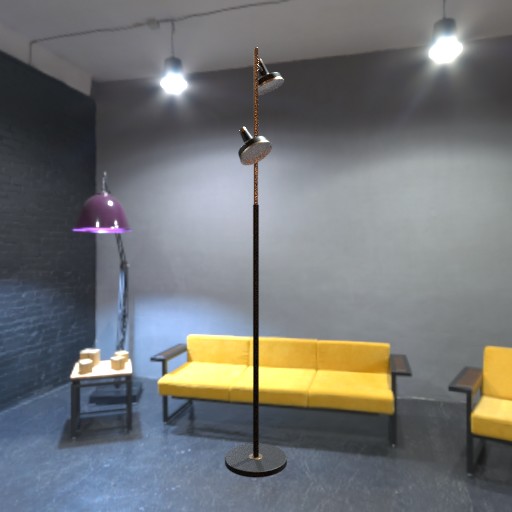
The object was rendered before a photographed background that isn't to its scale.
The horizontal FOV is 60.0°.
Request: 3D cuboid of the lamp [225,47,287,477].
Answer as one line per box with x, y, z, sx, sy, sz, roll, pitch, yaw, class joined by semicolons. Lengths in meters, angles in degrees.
0.000;0.000;1.795;0.253;1.674;0.351;0;0;18;lamp
